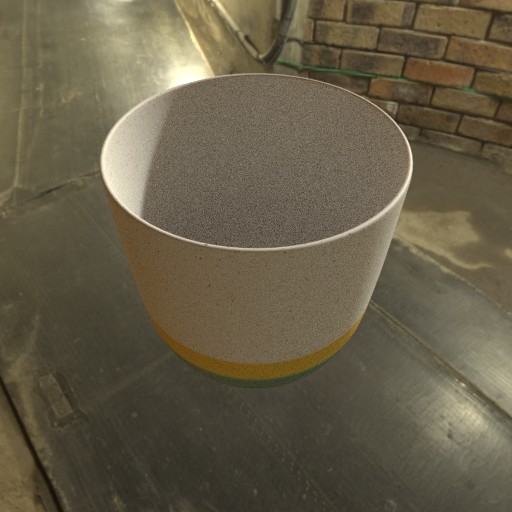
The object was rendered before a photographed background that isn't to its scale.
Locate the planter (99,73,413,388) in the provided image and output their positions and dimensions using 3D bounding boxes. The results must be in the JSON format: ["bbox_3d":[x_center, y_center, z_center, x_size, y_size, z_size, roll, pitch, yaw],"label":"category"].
[{"bbox_3d":[0.000,0.000,0.360,0.195,0.214,0.195,0,47,0],"label":"planter"}]
